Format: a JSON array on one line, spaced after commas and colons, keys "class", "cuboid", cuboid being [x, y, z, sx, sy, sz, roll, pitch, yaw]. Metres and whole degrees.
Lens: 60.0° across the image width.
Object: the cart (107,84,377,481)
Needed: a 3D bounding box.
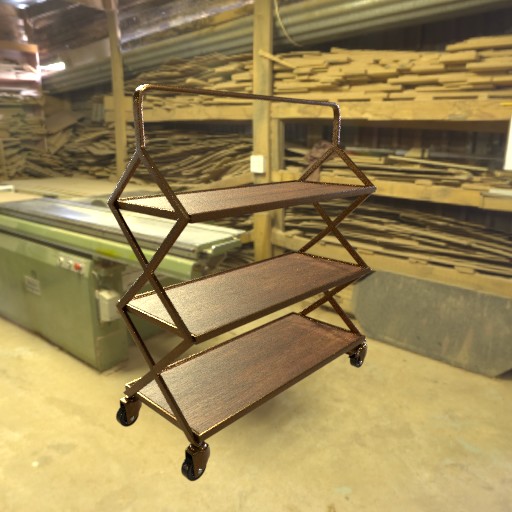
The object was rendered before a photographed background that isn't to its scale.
[{"class": "cart", "cuboid": [0.000, 0.000, 1.174, 0.313, 0.805, 0.723, 14, 20, 42]}]
